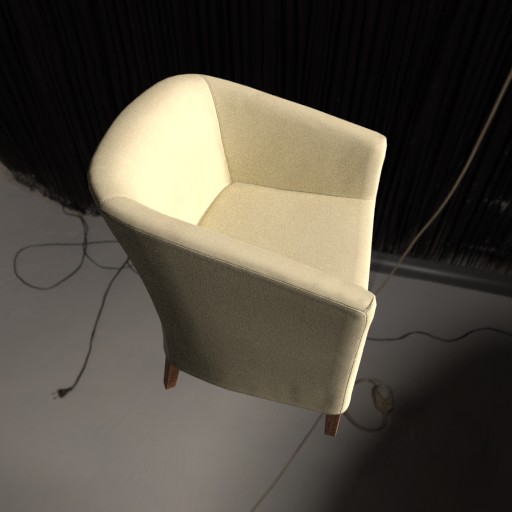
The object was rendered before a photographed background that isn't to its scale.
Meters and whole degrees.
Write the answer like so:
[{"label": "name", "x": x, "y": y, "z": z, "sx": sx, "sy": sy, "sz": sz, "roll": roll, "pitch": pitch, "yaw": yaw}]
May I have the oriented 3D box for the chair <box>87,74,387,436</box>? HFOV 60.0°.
[{"label": "chair", "x": 0.000, "y": 0.000, "z": 1.281, "sx": 0.657, "sy": 0.822, "sz": 0.643, "roll": 10, "pitch": 47, "yaw": 9}]
